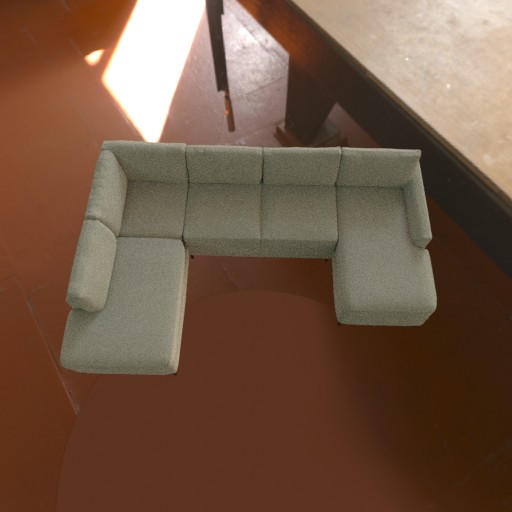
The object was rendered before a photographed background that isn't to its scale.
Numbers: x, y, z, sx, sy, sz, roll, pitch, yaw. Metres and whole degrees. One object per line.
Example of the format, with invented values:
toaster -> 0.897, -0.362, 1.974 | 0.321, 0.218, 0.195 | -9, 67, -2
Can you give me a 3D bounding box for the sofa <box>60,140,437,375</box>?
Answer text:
sofa -> 0.000, 0.000, 3.818 | 2.984, 0.862, 1.989 | 1, 64, 1
